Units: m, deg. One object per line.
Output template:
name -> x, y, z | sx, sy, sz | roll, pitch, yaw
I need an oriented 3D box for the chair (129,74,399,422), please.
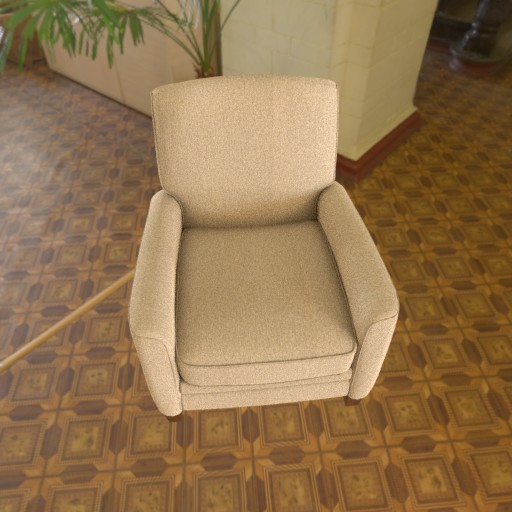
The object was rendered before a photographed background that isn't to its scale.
chair -> 0.000, 0.000, 1.640 | 0.848, 1.014, 0.864 | -4, 45, -4
